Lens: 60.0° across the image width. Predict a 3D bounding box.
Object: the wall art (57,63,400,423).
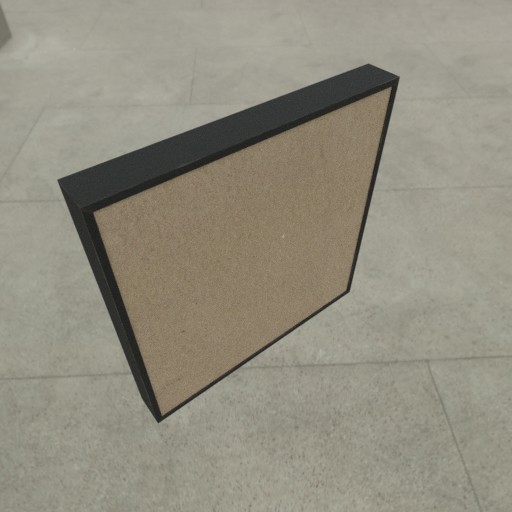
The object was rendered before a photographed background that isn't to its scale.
[{"bbox_3d":[0.000,0.000,0.457,0.305,0.305,0.038,-29,52,-26],"label":"wall art"}]
